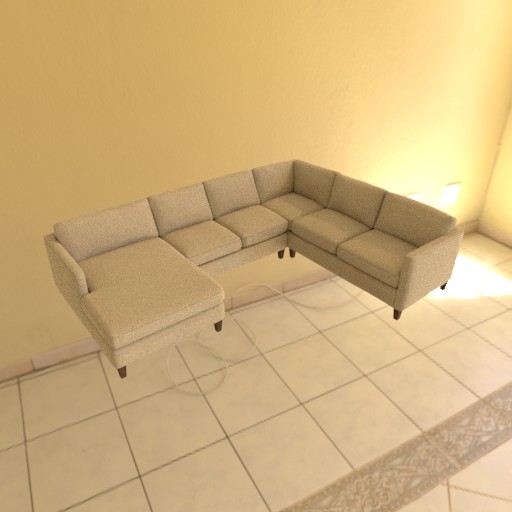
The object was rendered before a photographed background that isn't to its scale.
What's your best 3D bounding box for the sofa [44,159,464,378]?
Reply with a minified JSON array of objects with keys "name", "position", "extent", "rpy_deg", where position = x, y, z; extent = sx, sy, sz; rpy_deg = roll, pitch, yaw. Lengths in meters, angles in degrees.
[{"name":"sofa","position":[0.000,0.000,4.590],"extent":[3.460,0.959,2.593],"rpy_deg":[-22,37,-32]}]
